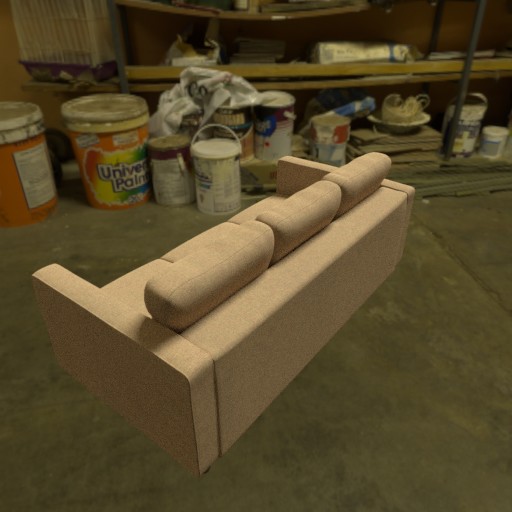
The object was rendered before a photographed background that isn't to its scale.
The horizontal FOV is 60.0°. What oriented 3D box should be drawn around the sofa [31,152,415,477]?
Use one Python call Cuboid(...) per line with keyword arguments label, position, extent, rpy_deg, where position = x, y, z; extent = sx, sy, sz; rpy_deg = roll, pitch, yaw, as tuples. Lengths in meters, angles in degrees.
Cuboid(label="sofa", position=(0.000, 0.000, 2.289), extent=(0.930, 0.800, 1.855), rpy_deg=(22, 38, 31))
